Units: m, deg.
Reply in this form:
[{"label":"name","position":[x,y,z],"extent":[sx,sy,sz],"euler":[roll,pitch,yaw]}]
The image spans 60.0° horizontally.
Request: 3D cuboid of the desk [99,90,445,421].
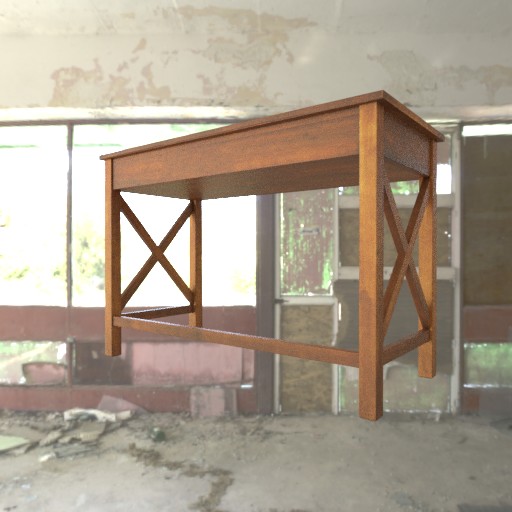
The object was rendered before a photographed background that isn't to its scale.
[{"label":"desk","position":[0.000,0.000,1.545],"extent":[1.117,0.762,0.508],"euler":[0,1,38]}]
